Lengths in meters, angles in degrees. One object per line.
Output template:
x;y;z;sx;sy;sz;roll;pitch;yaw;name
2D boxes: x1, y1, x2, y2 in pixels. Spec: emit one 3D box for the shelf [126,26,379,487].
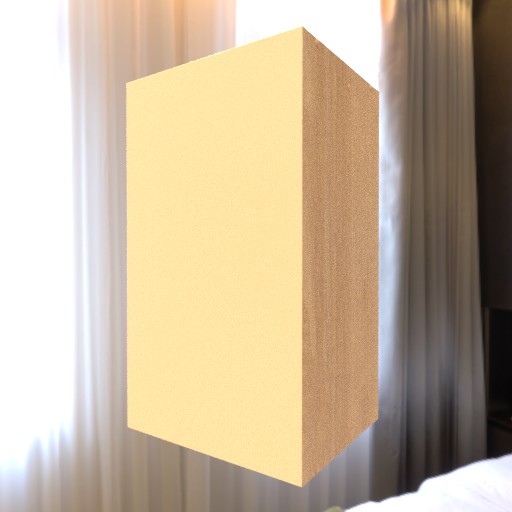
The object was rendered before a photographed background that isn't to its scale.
0.000;0.000;0.793;0.350;0.600;0.290;0;1;35;shelf
